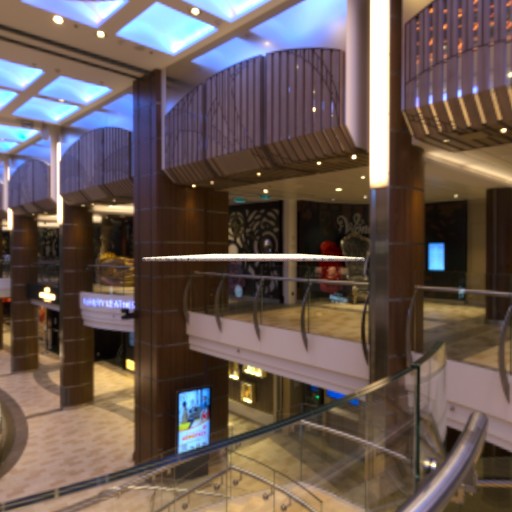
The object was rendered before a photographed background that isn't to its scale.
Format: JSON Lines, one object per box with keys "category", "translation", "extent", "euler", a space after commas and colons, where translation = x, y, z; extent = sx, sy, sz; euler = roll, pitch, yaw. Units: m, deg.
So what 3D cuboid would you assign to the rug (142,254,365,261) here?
{"category": "rug", "translation": [0.000, 0.000, 2.748], "extent": [0.775, 0.012, 2.452], "euler": [0, 1, 1]}
